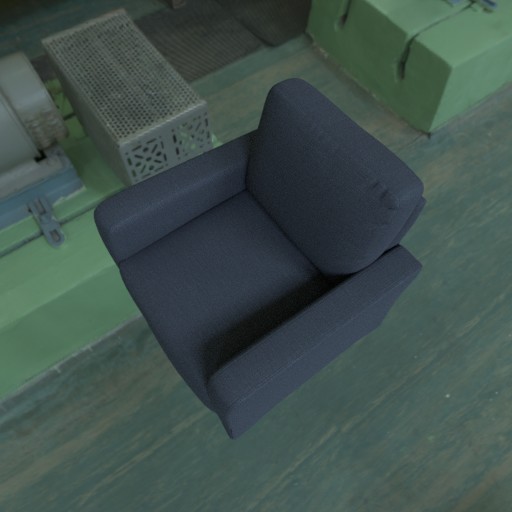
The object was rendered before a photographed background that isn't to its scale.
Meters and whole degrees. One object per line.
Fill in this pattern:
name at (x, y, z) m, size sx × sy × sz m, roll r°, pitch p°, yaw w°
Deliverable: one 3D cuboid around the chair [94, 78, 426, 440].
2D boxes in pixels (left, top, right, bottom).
chair at (0.000, 0.000, 1.526) m, size 0.863 × 0.855 × 0.798 m, roll -34°, pitch 68°, yaw -16°
